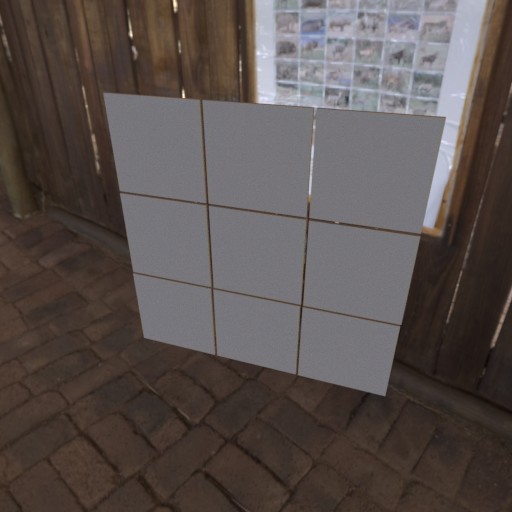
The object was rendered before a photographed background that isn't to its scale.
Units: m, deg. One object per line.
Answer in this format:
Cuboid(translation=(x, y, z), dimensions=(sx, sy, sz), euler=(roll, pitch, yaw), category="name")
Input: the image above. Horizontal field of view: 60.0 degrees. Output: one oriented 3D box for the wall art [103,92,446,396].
Cuboid(translation=(0.000, 0.000, 2.288), dimensions=(1.527, 1.521, 0.017), euler=(10, 32, 16), category="wall art")
